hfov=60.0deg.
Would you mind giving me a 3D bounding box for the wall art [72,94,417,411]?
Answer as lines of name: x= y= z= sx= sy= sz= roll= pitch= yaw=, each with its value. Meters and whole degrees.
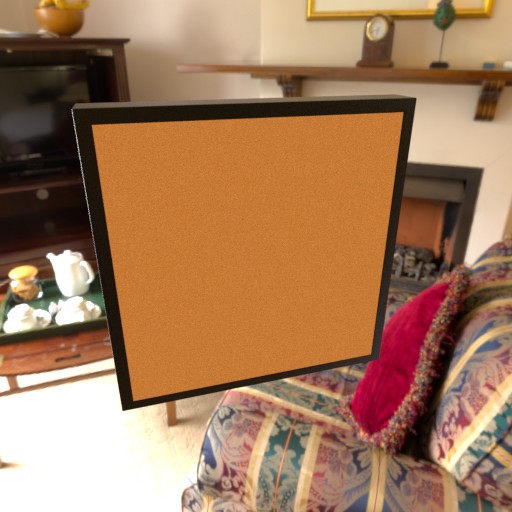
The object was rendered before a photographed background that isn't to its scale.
wall art: x=0.000 y=0.000 z=0.450 sx=0.299 sy=0.299 sz=0.037 roll=-7 pitch=26 yaw=-15
